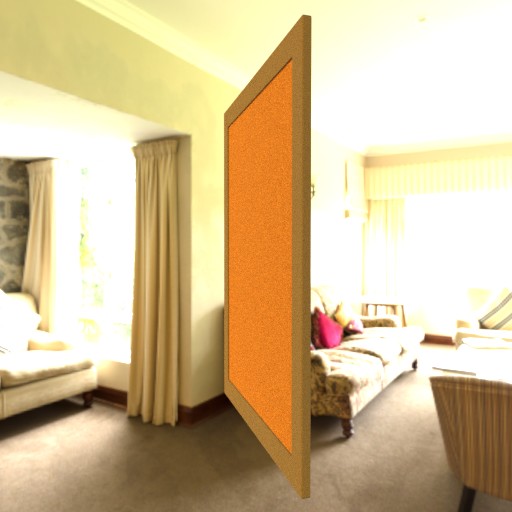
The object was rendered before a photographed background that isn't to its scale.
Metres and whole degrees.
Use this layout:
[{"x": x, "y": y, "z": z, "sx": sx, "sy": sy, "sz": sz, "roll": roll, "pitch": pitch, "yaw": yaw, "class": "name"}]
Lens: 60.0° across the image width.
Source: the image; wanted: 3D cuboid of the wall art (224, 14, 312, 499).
[{"x": 0.000, "y": 0.000, "z": 0.663, "sx": 0.012, "sy": 0.529, "sz": 0.374, "roll": 0, "pitch": 1, "yaw": -17, "class": "wall art"}]
